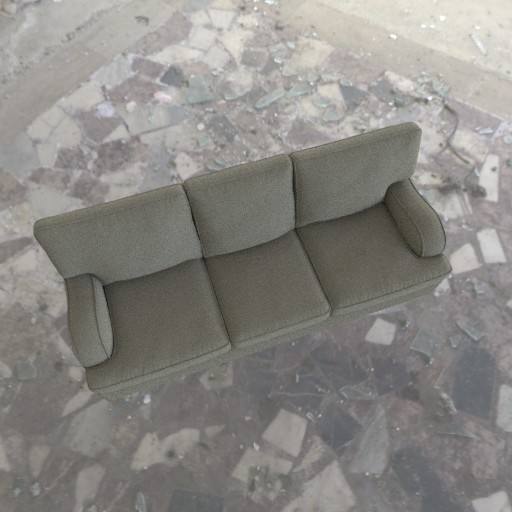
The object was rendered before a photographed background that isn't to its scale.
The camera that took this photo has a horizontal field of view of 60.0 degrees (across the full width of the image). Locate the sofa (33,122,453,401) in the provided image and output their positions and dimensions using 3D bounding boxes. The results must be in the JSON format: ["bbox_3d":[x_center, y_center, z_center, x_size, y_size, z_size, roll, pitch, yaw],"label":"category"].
[{"bbox_3d":[0.000,0.000,2.798,2.323,0.997,1.016,-17,64,-8],"label":"sofa"}]
